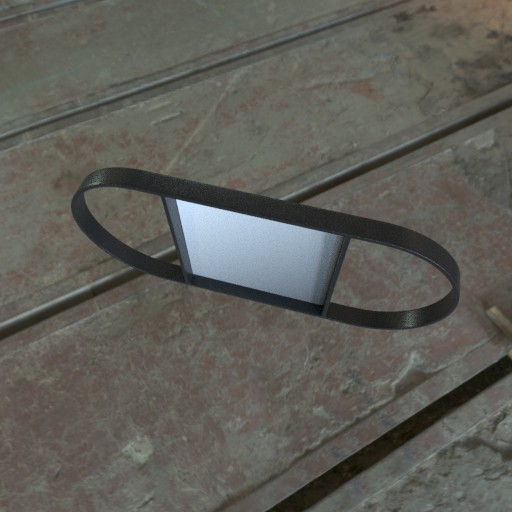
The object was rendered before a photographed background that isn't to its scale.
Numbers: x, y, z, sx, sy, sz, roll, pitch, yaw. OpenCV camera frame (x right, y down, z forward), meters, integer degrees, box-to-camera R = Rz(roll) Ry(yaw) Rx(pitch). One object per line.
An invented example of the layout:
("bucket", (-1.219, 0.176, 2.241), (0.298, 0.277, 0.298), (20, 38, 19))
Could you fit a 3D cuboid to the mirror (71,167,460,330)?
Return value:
("mirror", (0.000, 0.000, 0.671), (0.584, 0.254, 0.032), (13, 60, 8))
